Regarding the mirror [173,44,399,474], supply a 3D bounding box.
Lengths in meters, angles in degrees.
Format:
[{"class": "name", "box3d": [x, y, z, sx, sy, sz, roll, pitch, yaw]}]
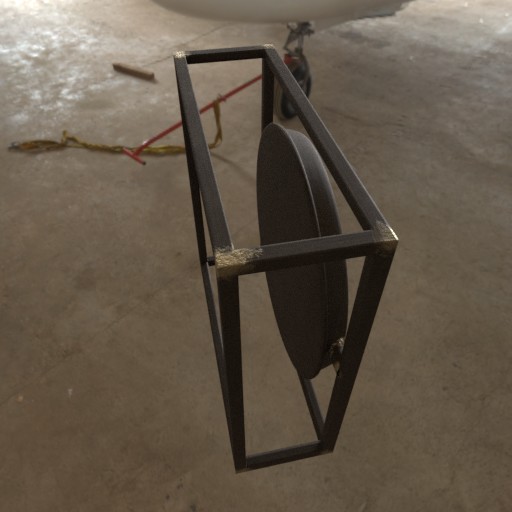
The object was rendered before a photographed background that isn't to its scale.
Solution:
[{"class": "mirror", "box3d": [0.000, 0.000, 0.455, 0.107, 0.303, 0.306, -8, 46, -8]}]
